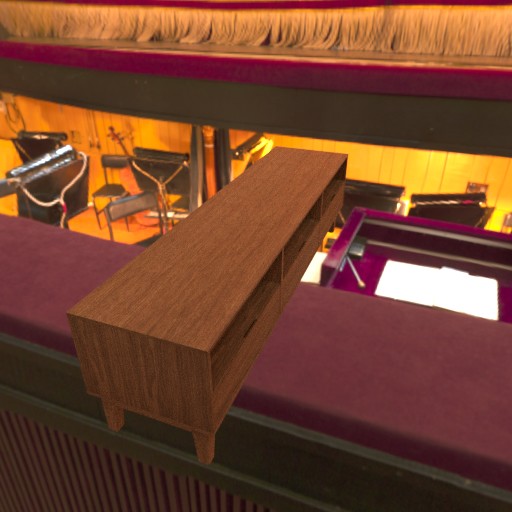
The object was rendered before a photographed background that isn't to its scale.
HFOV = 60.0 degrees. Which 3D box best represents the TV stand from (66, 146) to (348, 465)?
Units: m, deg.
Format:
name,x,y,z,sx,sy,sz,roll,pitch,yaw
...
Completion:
name,x,y,z,sx,sy,sz,roll,pitch,yaw
TV stand,0.000,0.000,1.668,0.366,0.409,1.482,11,31,18
